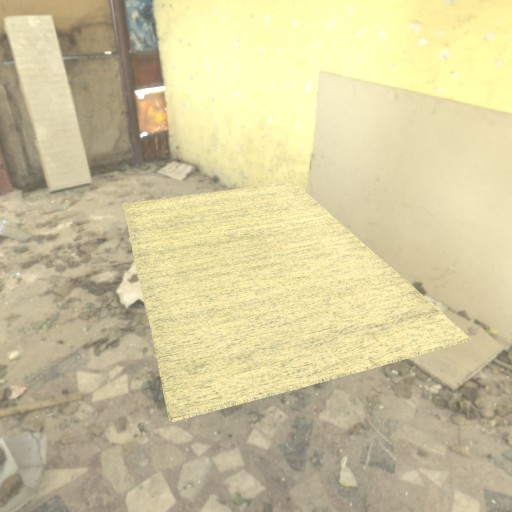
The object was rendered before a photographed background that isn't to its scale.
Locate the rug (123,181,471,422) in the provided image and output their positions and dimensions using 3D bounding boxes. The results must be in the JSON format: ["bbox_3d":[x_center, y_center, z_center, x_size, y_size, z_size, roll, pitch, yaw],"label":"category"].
[{"bbox_3d":[0.000,0.000,2.919,1.523,0.017,2.263,-10,32,-16],"label":"rug"}]
